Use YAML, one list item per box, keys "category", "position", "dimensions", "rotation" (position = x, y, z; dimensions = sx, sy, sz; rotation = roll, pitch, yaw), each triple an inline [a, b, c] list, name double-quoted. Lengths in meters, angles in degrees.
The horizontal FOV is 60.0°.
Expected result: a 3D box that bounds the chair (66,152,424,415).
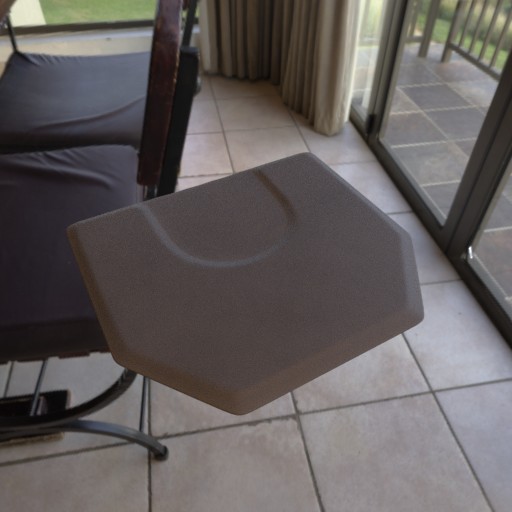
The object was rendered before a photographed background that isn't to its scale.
- category: "chair"
  position: [0.000, 0.000, 1.913]
  dimensions: [1.372, 0.024, 1.219]
  rotation: [-21, 48, -20]
